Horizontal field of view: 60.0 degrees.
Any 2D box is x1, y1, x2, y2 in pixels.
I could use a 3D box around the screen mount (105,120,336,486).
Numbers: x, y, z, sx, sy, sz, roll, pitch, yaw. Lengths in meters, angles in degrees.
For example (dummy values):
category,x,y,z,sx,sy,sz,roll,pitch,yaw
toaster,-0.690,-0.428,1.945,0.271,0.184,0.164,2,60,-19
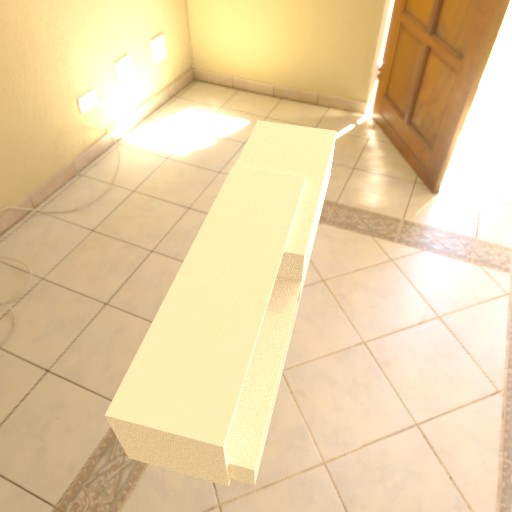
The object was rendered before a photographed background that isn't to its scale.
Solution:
category,x,y,z,sx,sy,sz,roll,pitch,yaw
screen mount,0.000,0.000,1.856,0.420,0.320,1.680,11,47,10
